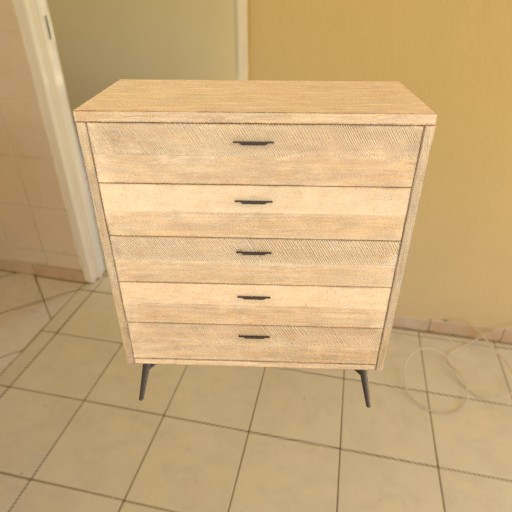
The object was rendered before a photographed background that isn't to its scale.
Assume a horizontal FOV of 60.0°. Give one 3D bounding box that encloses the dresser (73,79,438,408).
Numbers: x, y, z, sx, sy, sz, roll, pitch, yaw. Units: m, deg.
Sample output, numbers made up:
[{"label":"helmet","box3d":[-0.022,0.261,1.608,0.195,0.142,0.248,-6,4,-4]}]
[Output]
[{"label":"dresser","box3d":[0.000,0.000,1.740,1.016,1.219,0.457,1,32,2]}]
